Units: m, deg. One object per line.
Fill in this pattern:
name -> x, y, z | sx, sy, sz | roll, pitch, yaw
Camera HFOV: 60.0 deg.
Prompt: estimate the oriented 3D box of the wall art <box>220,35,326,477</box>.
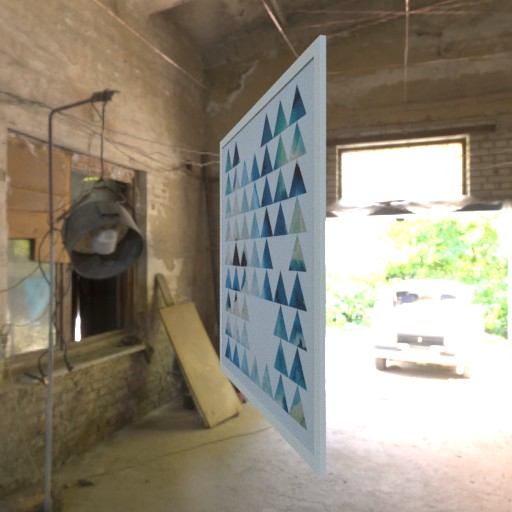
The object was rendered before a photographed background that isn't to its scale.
wall art -> 0.000, 0.000, 1.198 | 0.012, 0.809, 0.809 | 0, 0, -18
